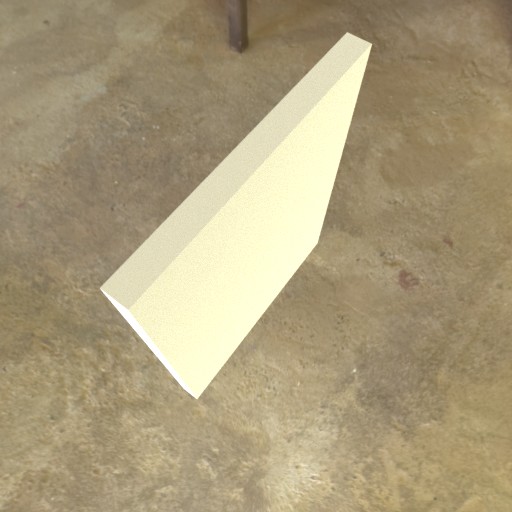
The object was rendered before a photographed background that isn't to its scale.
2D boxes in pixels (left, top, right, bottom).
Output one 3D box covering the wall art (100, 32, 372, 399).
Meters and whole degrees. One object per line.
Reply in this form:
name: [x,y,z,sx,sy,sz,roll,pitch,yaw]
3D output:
wall art: [0.000,0.000,0.746,0.039,0.553,0.451,34,68,15]
